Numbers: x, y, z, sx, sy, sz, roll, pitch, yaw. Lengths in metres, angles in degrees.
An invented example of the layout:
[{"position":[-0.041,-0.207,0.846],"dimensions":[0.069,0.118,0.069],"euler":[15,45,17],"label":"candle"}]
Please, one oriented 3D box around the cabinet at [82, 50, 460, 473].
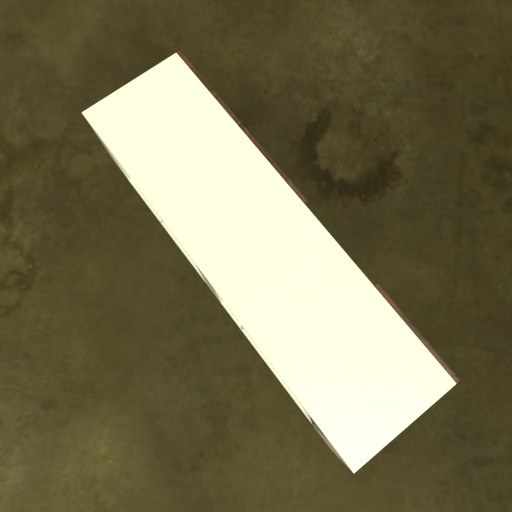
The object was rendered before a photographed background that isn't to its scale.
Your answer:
[{"position":[0.000,0.000,1.734],"dimensions":[0.431,0.533,1.499],"euler":[-37,78,-9],"label":"cabinet"}]
